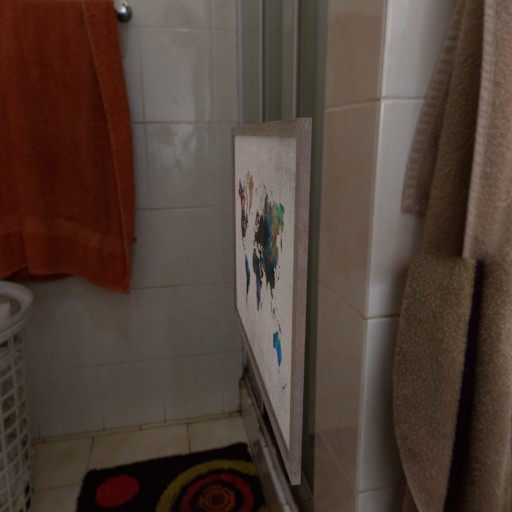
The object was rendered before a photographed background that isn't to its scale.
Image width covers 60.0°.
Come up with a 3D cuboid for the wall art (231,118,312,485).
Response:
[{"bbox_3d":[0.000,0.000,1.357,0.019,0.774,1.012,-3,16,-10],"label":"wall art"}]
